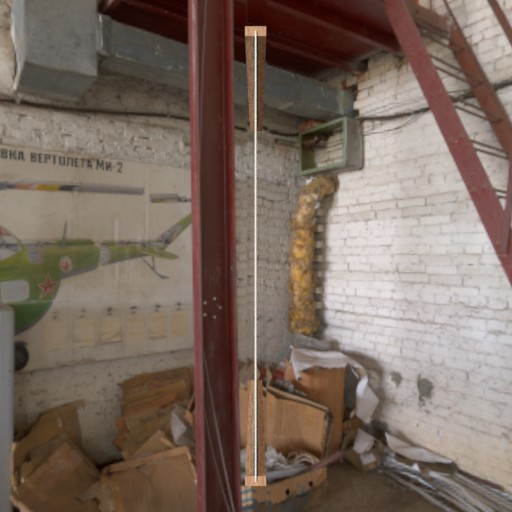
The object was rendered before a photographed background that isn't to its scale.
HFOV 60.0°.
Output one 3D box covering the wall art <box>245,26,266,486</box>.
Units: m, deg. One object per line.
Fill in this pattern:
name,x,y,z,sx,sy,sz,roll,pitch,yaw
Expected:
wall art,0.000,0.000,0.814,0.028,0.609,0.456,0,0,0
